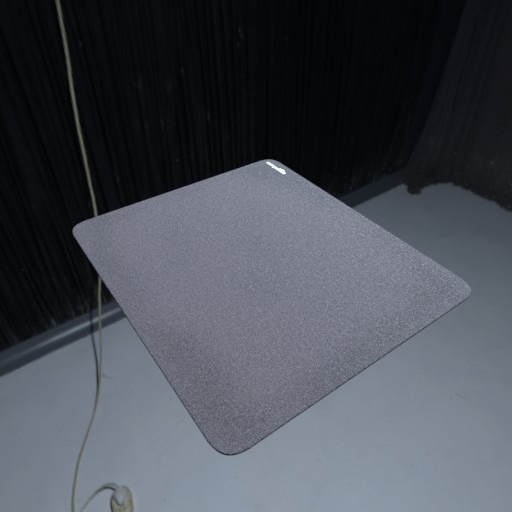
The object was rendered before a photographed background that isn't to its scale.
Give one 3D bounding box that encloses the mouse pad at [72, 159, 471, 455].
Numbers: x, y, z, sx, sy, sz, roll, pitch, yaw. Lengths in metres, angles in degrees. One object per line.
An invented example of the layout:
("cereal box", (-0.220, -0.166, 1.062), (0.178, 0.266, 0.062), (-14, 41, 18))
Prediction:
("mouse pad", (0.000, 0.000, 0.631), (0.393, 0.002, 0.451), (-25, 46, -26))
